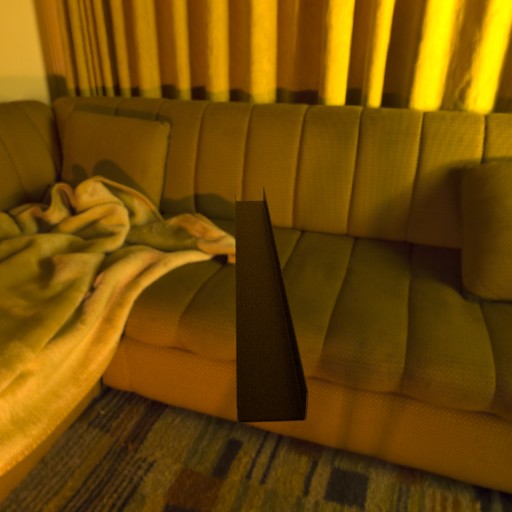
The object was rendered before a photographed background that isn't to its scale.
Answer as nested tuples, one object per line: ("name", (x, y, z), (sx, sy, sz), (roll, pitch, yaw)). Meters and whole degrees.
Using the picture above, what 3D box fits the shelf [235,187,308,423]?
("shelf", (0.000, 0.000, 0.990), (0.092, 0.049, 0.924), (-1, 25, -2))
